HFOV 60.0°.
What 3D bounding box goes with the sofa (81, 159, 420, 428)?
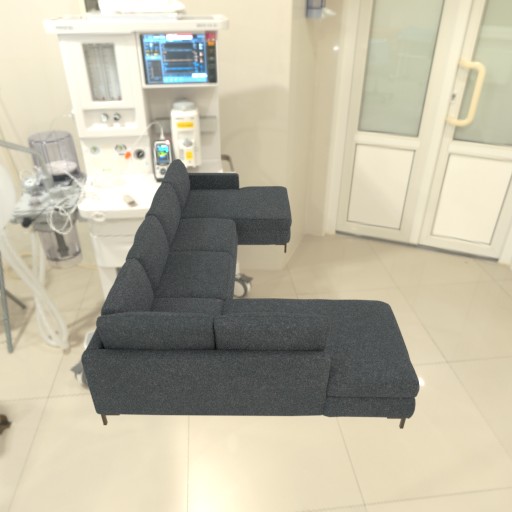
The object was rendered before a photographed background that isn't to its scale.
[{"bbox_3d":[0.000,0.000,3.869,2.007,0.813,2.956,0,32,0],"label":"sofa"}]
